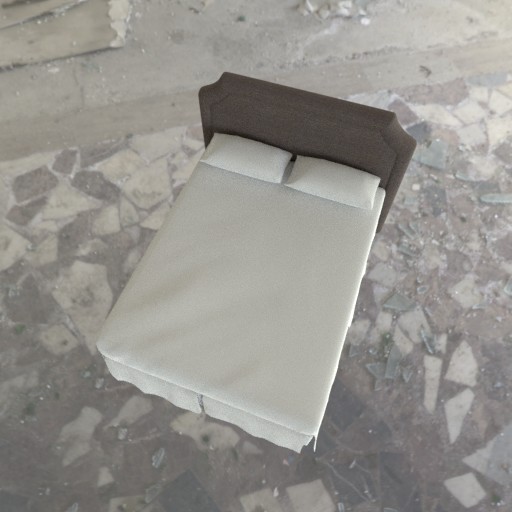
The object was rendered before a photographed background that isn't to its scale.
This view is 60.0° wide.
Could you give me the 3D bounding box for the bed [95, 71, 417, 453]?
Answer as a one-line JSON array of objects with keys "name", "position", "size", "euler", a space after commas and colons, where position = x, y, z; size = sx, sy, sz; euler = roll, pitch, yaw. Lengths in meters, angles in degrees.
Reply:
[{"name": "bed", "position": [0.000, 0.000, 3.178], "size": [1.693, 1.290, 2.116], "euler": [18, 61, 10]}]
